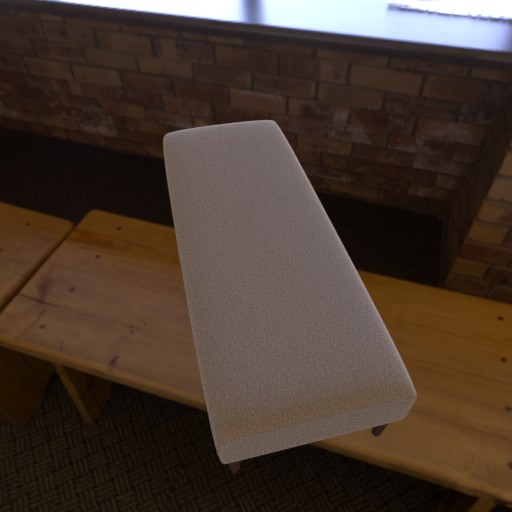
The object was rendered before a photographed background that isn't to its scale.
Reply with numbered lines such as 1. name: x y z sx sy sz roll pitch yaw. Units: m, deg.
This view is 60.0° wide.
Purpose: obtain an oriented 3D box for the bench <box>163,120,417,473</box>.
1. bench: 0.000 0.000 1.879 0.631 0.383 1.598 -10 47 -9
